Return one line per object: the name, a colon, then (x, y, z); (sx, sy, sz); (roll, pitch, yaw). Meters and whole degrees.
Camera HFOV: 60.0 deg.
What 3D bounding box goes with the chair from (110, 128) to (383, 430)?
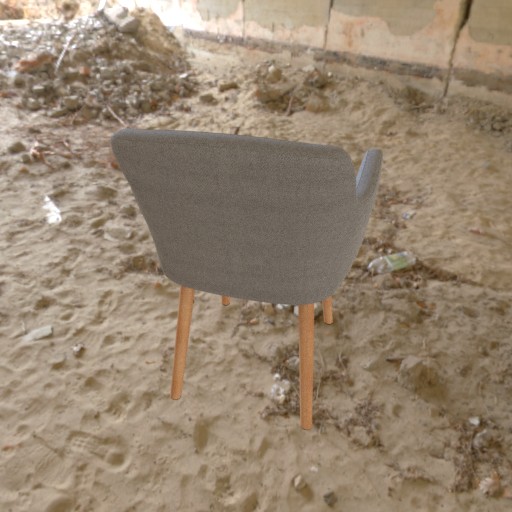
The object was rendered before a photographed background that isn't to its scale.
chair: (0.000, 0.000, 1.167); (0.570, 0.780, 0.540); (8, 33, 13)
